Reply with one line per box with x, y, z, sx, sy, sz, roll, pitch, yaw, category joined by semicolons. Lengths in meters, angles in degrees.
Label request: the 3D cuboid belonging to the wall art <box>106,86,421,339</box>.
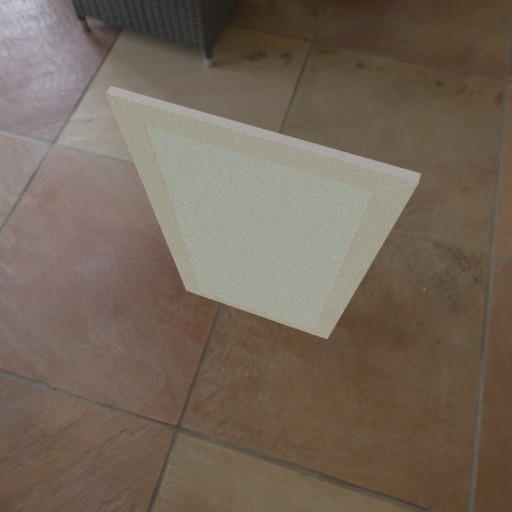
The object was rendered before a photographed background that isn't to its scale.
0.000;0.000;0.820;0.380;0.683;0.013;18;66;8;wall art
